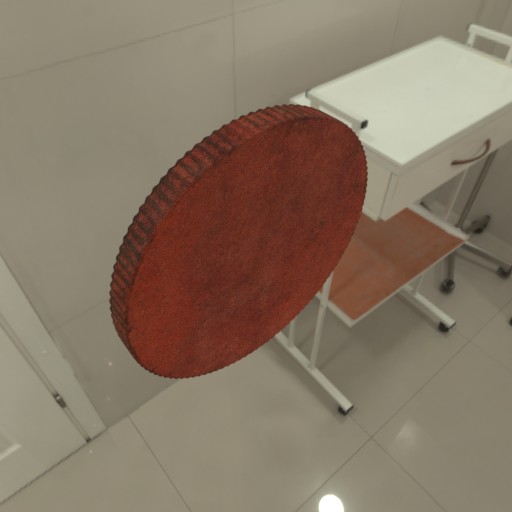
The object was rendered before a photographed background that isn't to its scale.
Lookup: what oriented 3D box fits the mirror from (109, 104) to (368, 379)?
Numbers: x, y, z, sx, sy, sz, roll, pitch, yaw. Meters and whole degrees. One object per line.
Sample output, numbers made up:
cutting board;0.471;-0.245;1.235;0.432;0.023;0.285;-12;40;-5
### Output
mirror;0.000;0.000;0.902;0.609;0.609;0.056;-31;54;-26
